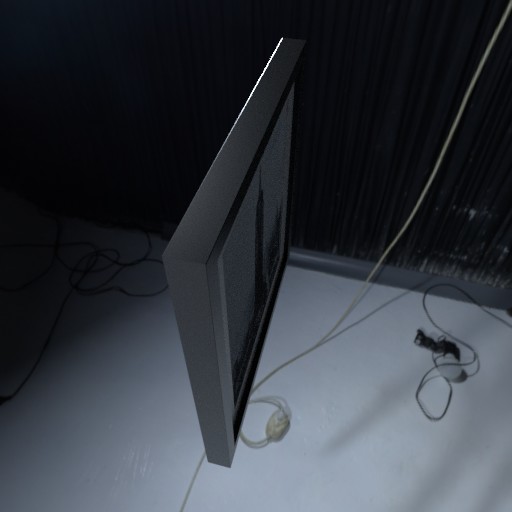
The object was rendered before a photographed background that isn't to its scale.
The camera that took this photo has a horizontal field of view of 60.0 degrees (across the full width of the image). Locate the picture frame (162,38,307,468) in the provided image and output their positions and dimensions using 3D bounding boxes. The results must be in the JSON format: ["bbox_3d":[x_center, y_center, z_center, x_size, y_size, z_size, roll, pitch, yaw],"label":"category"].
[{"bbox_3d":[0.000,0.000,0.512,0.029,0.353,0.355,10,47,10],"label":"picture frame"}]
